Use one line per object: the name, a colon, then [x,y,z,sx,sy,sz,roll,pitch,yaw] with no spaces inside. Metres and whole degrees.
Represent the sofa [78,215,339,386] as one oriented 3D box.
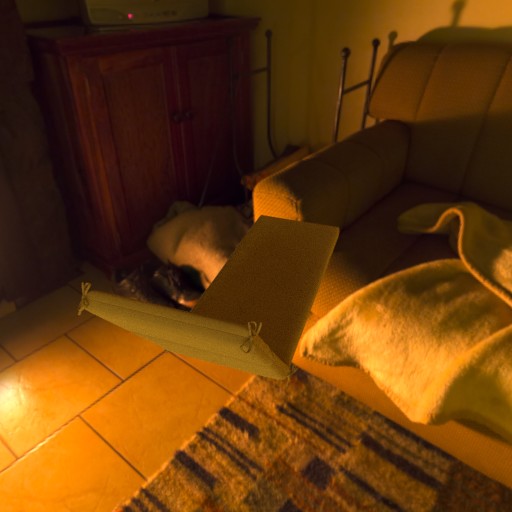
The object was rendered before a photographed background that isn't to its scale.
sofa: [0.000,0.000,1.998,0.582,0.622,1.663,11,34,16]
